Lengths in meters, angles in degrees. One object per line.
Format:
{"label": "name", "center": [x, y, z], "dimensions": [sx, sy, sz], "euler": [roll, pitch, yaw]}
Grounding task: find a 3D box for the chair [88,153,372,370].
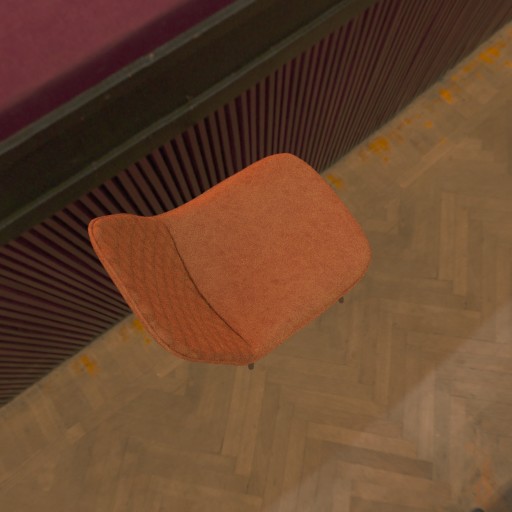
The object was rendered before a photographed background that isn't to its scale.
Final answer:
{"label": "chair", "center": [0.000, 0.000, 1.191], "dimensions": [0.561, 0.889, 0.472], "euler": [-35, 79, -8]}
